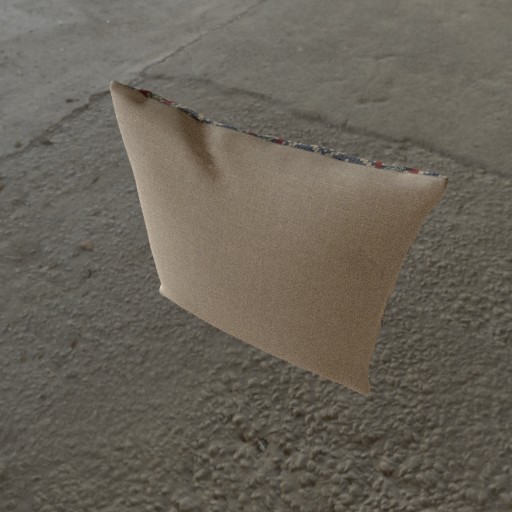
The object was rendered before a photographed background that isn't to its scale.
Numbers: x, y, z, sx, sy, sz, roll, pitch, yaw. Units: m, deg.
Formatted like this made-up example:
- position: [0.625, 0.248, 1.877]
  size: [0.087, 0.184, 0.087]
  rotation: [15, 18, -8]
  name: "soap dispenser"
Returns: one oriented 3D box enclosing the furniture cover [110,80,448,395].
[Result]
- position: [0.000, 0.000, 0.648]
  size: [0.431, 0.431, 0.139]
  rotation: [23, 51, 20]
  name: "furniture cover"
